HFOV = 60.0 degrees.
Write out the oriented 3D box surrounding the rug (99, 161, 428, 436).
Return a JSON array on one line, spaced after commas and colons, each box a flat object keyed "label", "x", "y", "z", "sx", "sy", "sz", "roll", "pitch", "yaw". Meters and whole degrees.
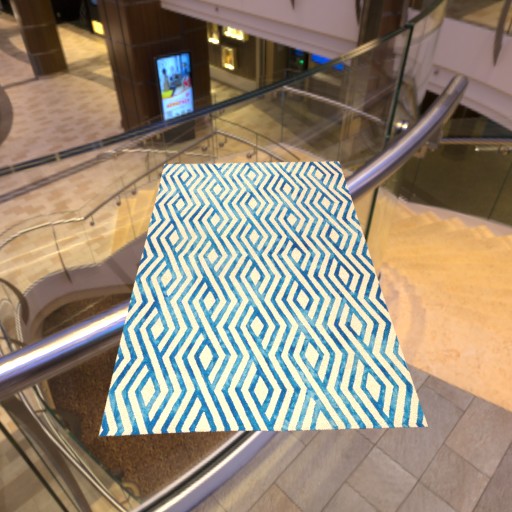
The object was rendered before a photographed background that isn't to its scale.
[{"label": "rug", "x": 0.000, "y": 0.000, "z": 2.960, "sx": 1.531, "sy": 0.008, "sz": 2.439, "roll": -1, "pitch": 42, "yaw": -1}]
